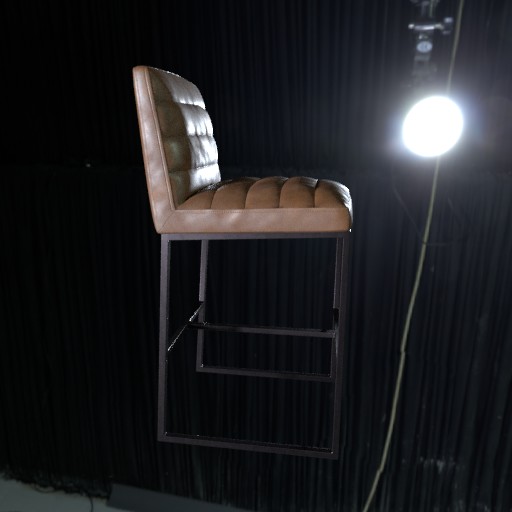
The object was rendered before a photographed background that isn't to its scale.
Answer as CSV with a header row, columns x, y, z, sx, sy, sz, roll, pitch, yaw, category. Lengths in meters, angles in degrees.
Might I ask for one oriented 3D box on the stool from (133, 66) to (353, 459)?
x,y,z,sx,sy,sz,roll,pitch,yaw,category
0.000,0.000,1.375,0.562,1.065,0.463,2,15,8,stool
